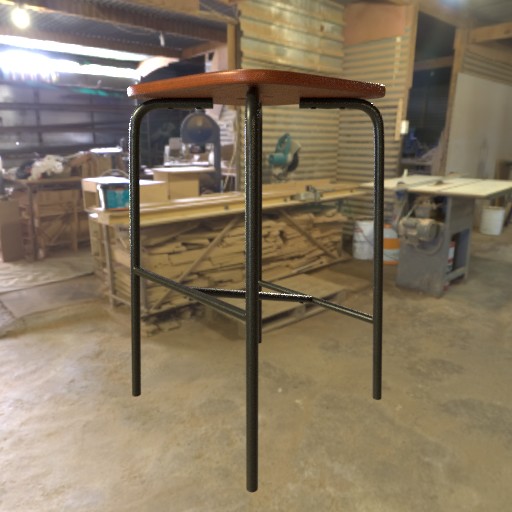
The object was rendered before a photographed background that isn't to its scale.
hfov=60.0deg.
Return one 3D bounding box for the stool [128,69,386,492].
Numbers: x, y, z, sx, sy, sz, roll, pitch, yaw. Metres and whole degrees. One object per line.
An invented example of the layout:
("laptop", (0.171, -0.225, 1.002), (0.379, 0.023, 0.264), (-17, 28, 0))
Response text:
("stool", (0.000, 0.000, 0.853), (0.376, 0.610, 0.376), (-14, 20, -42))
